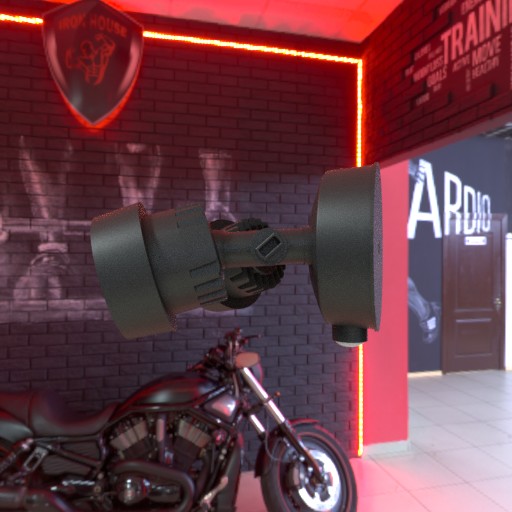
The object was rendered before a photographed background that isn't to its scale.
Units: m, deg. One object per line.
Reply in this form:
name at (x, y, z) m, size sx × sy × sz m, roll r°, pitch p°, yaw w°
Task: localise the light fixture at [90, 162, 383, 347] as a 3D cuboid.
light fixture at (0.000, 0.000, 0.314) m, size 0.168 × 0.120 × 0.213 m, roll 0°, pitch 0°, yaw 18°
